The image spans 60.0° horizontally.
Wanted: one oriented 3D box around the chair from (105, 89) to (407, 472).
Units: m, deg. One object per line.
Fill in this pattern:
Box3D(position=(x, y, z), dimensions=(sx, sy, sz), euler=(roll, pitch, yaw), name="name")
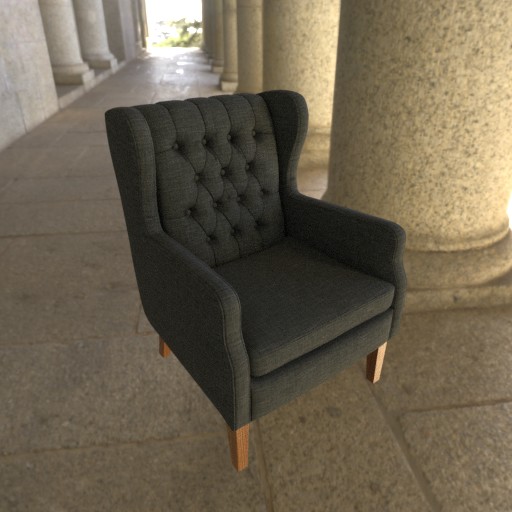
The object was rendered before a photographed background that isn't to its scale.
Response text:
Box3D(position=(0.000, 0.000, 1.481), dimensions=(0.711, 0.953, 0.775), euler=(-19, 34, -32), name="chair")
